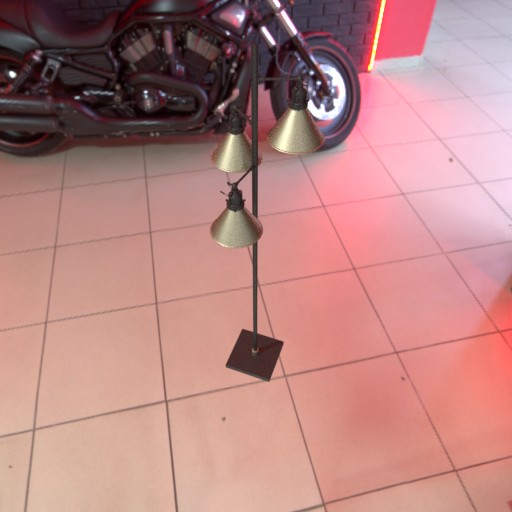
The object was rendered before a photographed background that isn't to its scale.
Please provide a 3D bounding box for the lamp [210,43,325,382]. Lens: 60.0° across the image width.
[{"bbox_3d":[0.000,0.000,1.874,0.428,1.716,0.415,15,49,13],"label":"lamp"}]
